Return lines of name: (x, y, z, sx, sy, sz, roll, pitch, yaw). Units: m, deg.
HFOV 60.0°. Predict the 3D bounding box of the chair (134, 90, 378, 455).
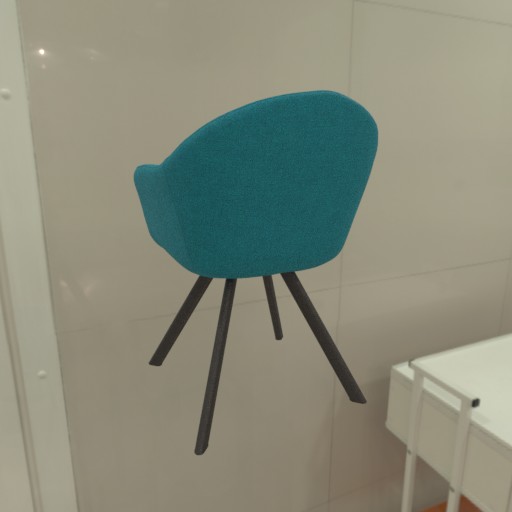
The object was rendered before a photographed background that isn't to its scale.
chair: (0.000, 0.000, 1.170, 0.545, 0.775, 0.565, -7, 16, -25)
